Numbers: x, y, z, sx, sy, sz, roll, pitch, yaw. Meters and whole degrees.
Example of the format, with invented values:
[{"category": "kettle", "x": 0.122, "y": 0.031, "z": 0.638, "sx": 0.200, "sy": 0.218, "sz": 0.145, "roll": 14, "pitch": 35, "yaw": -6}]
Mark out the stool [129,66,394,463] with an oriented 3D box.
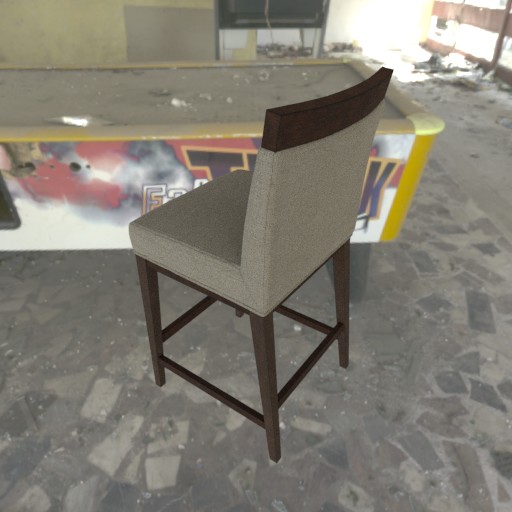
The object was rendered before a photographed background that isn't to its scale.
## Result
[{"category": "stool", "x": 0.000, "y": 0.000, "z": 1.299, "sx": 0.531, "sy": 1.009, "sz": 0.512, "roll": 21, "pitch": 38, "yaw": 30}]
